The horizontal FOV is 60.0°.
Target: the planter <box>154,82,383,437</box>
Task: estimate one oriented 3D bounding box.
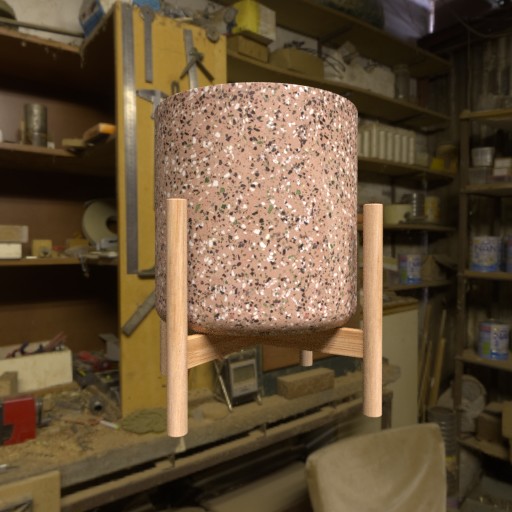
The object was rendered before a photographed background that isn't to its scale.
[{"bbox_3d":[0.000,0.000,0.682,0.360,0.419,0.360,-1,1,-36],"label":"planter"}]
